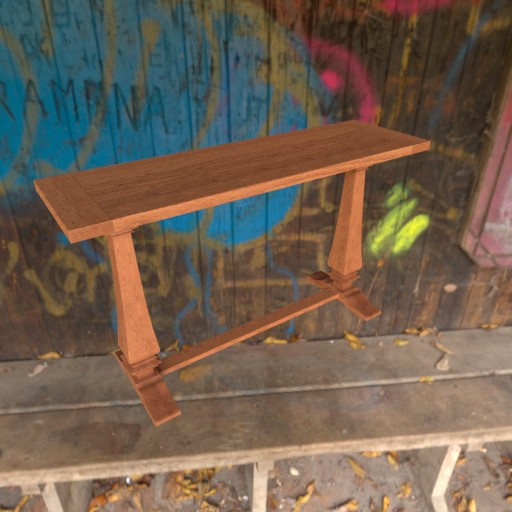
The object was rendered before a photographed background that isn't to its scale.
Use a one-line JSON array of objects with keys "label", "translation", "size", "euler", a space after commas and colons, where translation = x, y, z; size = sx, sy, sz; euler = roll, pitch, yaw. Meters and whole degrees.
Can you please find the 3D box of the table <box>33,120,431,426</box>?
[{"label": "table", "translation": [0.000, 0.000, 1.881], "size": [1.478, 0.852, 0.461], "euler": [-19, 35, -29]}]
